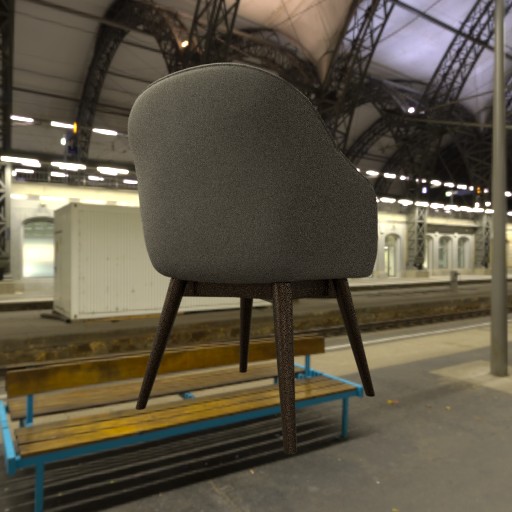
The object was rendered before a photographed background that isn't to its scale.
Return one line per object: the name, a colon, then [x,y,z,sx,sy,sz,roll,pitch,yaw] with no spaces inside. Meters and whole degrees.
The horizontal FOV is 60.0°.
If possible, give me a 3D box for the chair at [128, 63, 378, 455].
chair: [0.000,0.000,1.216,0.589,0.810,0.611,0,0,35]
